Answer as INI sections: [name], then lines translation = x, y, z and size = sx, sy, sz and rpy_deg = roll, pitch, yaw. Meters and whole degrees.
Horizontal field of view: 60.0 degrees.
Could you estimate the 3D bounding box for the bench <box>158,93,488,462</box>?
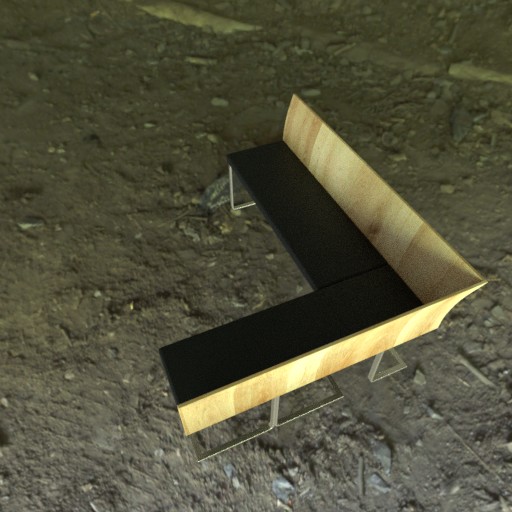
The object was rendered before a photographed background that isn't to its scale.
[bench]
translation = 0.000, 0.000, 2.795
size = 1.495, 0.930, 1.945
rpy_deg = -18, 50, -16
